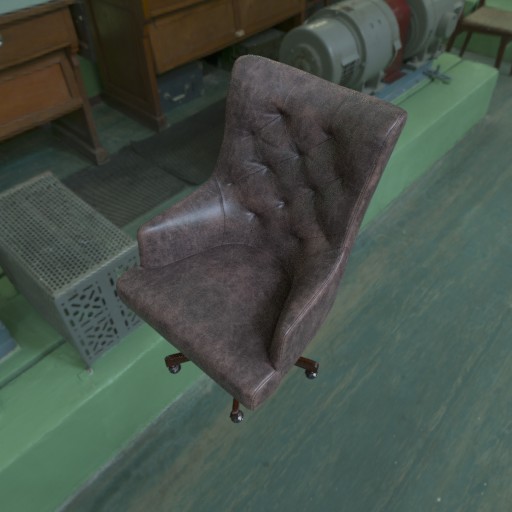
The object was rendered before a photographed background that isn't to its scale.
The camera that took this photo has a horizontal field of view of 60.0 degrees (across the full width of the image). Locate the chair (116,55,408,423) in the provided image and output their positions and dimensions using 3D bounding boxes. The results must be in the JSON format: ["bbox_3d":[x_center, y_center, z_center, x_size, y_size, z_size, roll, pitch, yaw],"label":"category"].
[{"bbox_3d":[0.000,0.000,1.503,0.641,1.035,0.762,32,55,27],"label":"chair"}]
